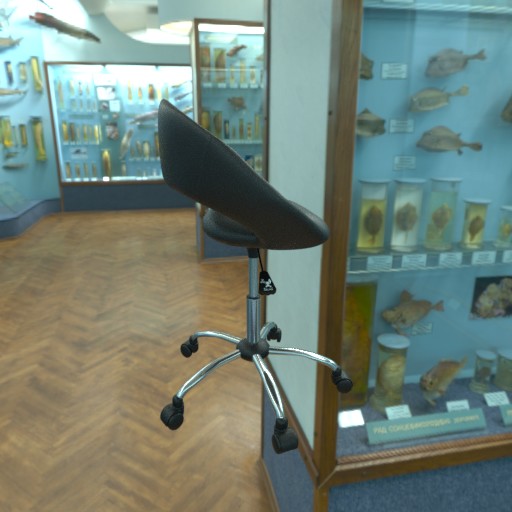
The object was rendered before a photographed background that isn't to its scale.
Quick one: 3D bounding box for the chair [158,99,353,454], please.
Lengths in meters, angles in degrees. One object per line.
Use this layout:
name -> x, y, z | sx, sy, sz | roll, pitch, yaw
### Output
chair -> 0.000, 0.000, 1.189 | 0.538, 0.791, 0.612 | -3, 16, -9
